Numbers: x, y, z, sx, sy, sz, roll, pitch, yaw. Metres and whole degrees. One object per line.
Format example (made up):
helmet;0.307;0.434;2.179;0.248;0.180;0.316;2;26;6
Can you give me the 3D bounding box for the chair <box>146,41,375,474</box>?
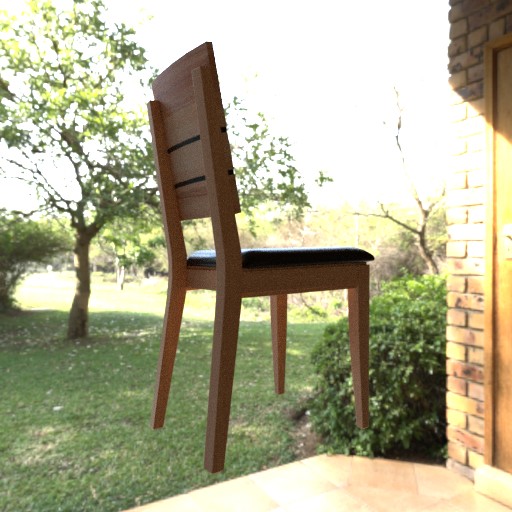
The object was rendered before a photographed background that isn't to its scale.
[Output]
chair;0.000;0.000;1.223;0.520;0.940;0.410;0;0;-36
